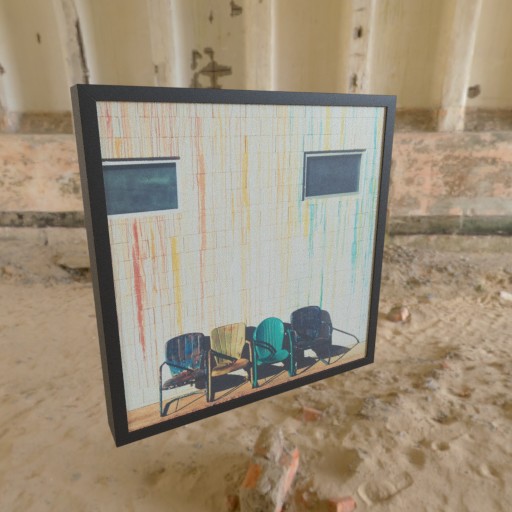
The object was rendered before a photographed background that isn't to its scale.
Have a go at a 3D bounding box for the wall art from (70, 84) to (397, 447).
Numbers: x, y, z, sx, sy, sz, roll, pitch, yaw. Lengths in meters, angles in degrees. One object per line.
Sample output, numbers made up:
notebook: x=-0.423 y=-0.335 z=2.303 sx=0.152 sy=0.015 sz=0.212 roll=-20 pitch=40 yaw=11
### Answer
wall art: x=0.000 y=0.000 z=0.436 sx=0.304 sy=0.304 sz=0.038 roll=-9 pitch=19 yaw=-27
